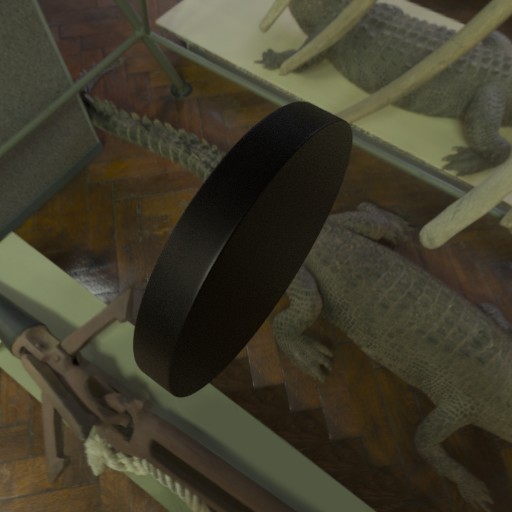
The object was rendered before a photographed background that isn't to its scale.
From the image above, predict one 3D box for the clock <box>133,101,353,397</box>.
[{"bbox_3d":[0.000,0.000,0.459,0.040,0.314,0.314,32,67,15],"label":"clock"}]
